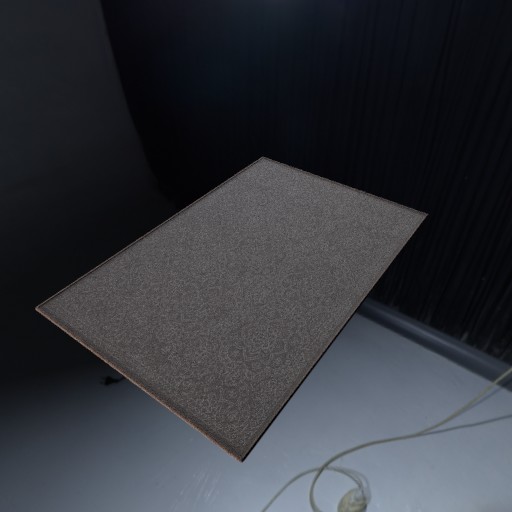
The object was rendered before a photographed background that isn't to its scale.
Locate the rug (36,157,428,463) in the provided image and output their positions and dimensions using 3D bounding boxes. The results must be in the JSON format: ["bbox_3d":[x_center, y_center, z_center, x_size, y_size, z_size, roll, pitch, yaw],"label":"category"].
[{"bbox_3d":[0.000,0.000,2.942,1.524,0.011,2.286,25,47,27],"label":"rug"}]
